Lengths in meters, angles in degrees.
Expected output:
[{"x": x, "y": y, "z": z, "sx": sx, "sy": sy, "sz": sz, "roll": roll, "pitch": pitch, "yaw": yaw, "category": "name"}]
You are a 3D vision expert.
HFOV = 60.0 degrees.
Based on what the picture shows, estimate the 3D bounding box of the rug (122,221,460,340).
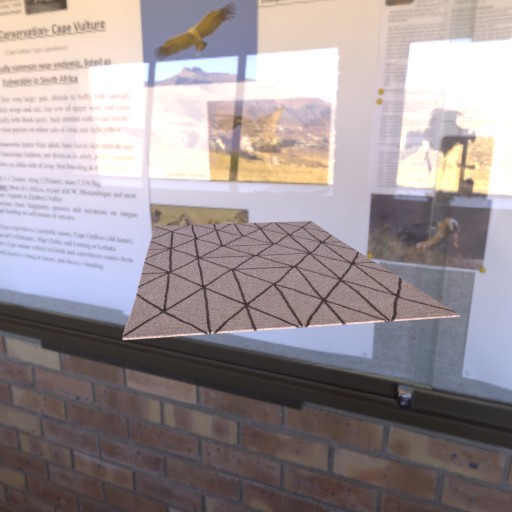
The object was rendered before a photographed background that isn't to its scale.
[{"x": 0.000, "y": 0.000, "z": 3.122, "sx": 1.526, "sy": 0.008, "sz": 2.465, "roll": -2, "pitch": 15, "yaw": -9, "category": "rug"}]
